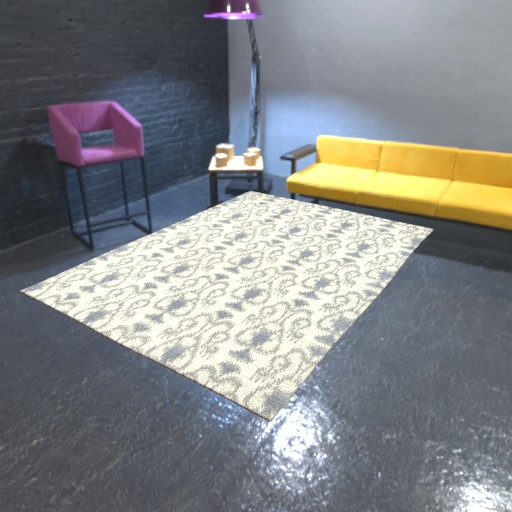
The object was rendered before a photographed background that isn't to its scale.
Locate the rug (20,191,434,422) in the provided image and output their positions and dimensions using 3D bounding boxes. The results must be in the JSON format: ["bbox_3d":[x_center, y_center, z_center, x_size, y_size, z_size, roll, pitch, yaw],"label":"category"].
[{"bbox_3d":[0.000,0.000,2.894,1.676,0.013,2.261,17,30,31],"label":"rug"}]
